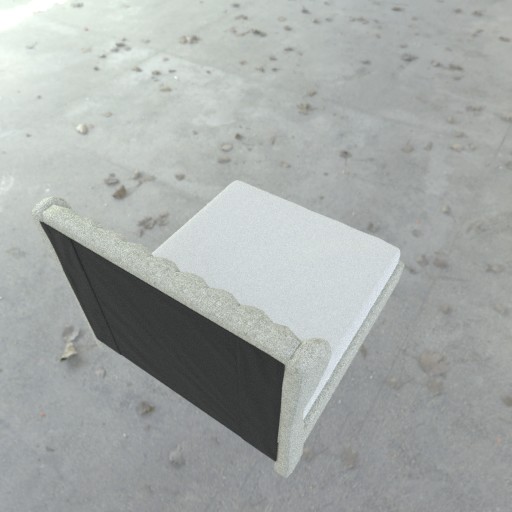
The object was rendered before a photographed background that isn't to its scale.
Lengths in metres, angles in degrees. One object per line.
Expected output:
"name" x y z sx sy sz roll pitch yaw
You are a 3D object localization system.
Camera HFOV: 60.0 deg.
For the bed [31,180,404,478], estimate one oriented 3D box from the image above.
"bed" 0.000 0.000 3.880 2.219 1.771 2.347 26 53 22
